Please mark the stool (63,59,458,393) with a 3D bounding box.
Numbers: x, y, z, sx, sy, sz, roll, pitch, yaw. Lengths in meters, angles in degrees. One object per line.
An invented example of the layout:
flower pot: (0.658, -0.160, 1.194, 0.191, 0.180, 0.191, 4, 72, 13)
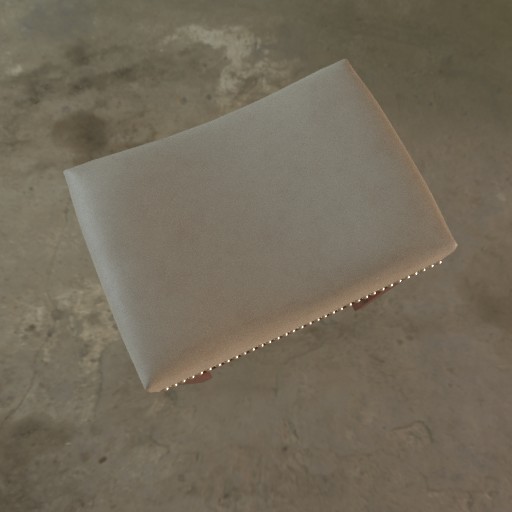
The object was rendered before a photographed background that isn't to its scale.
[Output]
stool: (0.000, 0.000, 0.945, 0.509, 0.632, 0.375, -24, 77, -6)
